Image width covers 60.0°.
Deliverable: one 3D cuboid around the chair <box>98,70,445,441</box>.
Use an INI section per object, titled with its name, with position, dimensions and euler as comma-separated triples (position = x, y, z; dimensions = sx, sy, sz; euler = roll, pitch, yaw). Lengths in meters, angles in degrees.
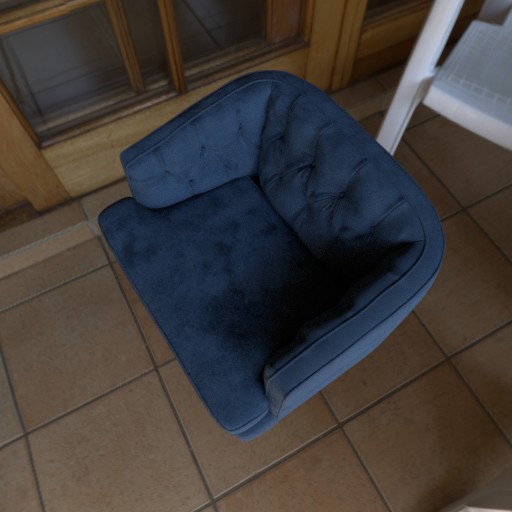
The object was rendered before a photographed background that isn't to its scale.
[chair]
position = 0.000, 0.000, 1.766
dimensions = 0.940, 0.852, 1.094
euler = -31, 68, -14
